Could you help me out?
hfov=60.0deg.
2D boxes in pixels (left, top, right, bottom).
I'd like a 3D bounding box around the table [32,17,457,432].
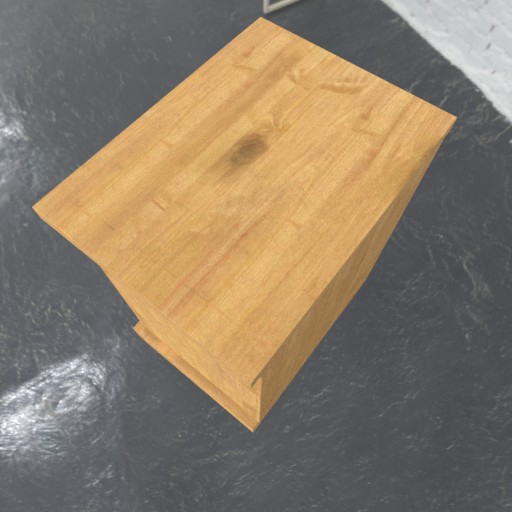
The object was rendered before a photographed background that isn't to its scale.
[{"bbox_3d":[0.000,0.000,1.197,0.500,0.813,0.660,35,69,16],"label":"table"}]
